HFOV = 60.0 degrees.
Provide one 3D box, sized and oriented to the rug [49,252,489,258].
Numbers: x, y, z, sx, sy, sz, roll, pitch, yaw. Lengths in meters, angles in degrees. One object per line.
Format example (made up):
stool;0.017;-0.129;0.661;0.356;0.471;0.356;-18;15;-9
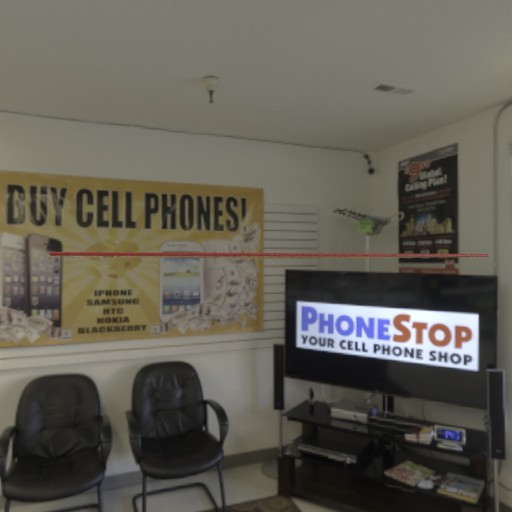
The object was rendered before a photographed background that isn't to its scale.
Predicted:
rug;0.000;0.000;2.261;1.802;0.013;1.194;0;-1;-19
